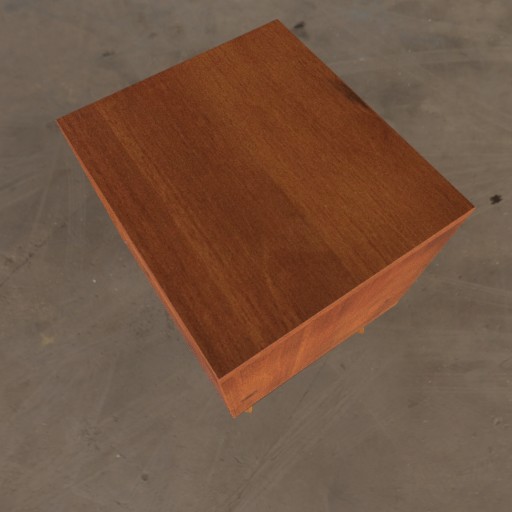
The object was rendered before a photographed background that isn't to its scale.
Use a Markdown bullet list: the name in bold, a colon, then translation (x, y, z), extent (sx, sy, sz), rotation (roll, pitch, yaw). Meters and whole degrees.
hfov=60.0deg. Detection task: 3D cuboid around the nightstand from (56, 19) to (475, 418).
- **nightstand**: translation (0.000, 0.000, 0.903), extent (0.411, 0.618, 0.460), rotation (-31, 68, -14)
